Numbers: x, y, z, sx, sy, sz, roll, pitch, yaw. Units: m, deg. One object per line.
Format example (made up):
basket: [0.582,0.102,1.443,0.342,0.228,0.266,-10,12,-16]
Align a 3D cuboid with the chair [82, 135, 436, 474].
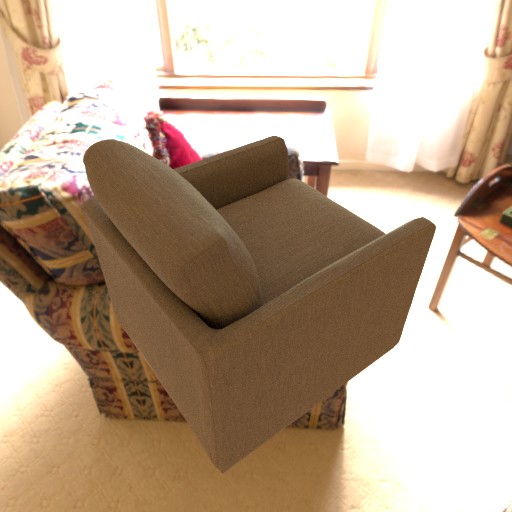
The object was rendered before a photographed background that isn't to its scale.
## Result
chair: [0.000,0.000,1.469,0.834,0.811,0.763,-26,47,-27]
